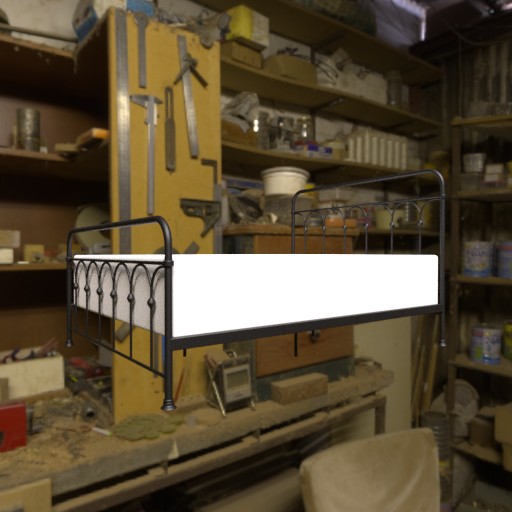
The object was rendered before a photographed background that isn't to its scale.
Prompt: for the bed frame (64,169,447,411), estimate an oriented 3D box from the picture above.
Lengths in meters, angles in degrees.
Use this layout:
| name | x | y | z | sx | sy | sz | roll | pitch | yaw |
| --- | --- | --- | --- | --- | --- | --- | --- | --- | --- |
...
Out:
| name | x | y | z | sx | sy | sz | roll | pitch | yaw |
| --- | --- | --- | --- | --- | --- | --- | --- | --- | --- |
| bed frame | 0.000 | 0.000 | 3.165 | 2.203 | 1.276 | 1.664 | 0 | 1 | -37 |
